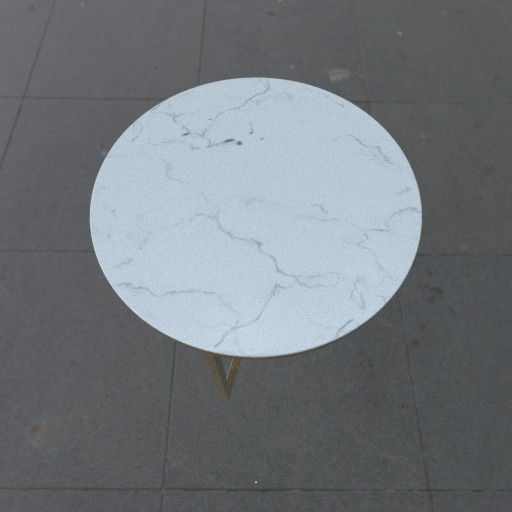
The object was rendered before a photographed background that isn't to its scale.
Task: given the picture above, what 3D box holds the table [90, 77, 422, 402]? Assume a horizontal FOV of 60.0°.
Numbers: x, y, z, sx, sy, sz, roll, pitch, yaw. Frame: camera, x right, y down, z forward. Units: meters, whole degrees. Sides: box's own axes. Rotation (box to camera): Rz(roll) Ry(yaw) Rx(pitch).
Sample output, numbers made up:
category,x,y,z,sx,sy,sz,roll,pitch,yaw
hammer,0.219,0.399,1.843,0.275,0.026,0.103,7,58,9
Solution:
category,x,y,z,sx,sy,sz,roll,pitch,yaw
table,0.000,0.000,0.862,0.500,0.420,0.500,0,63,0
